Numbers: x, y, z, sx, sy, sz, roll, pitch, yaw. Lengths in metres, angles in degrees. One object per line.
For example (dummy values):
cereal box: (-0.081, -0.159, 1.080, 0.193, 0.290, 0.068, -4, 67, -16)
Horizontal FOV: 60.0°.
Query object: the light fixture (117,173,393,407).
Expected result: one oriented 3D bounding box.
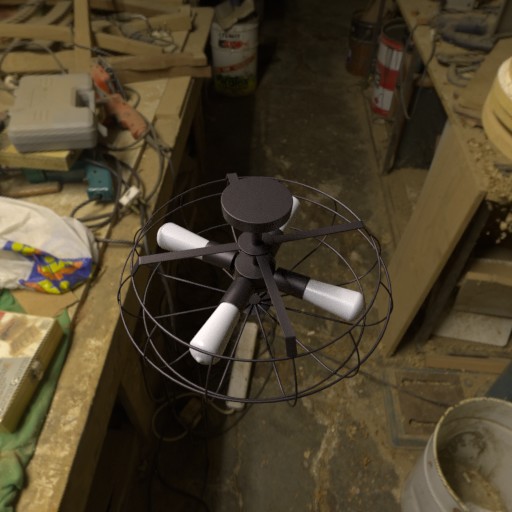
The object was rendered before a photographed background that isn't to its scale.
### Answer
light fixture: (0.000, 0.000, 0.921, 0.582, 0.311, 0.582, 0, 47, 0)
